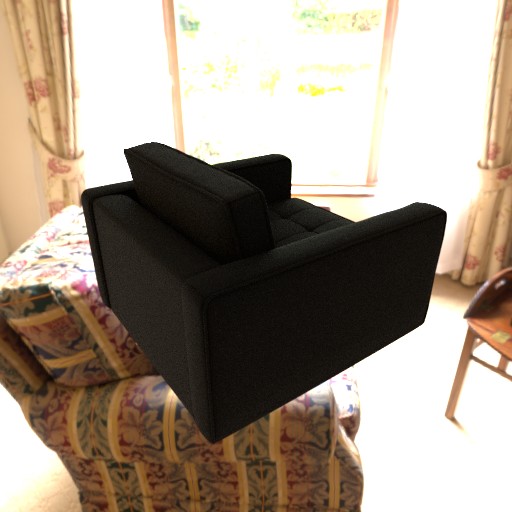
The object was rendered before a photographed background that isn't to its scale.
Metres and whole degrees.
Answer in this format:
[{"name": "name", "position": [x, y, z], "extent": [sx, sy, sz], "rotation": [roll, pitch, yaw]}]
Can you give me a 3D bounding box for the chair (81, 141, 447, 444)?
[{"name": "chair", "position": [0.000, 0.000, 1.580], "extent": [0.920, 0.770, 0.899], "rotation": [-18, 33, -31]}]
